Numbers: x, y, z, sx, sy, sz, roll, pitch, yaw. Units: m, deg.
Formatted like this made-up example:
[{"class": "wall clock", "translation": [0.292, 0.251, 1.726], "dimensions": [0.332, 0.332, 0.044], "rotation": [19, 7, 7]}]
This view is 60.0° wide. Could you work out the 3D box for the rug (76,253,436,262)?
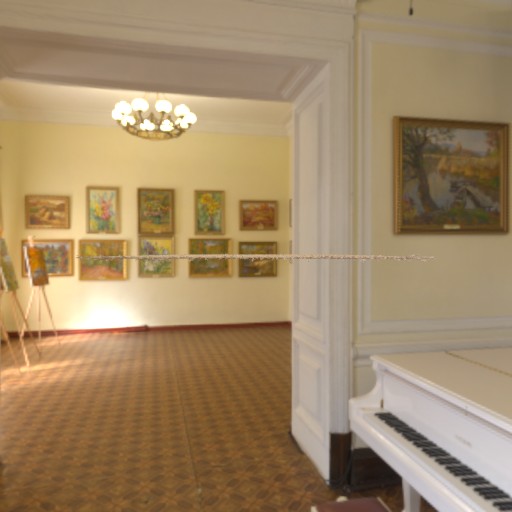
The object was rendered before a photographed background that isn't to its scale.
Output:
[{"class": "rug", "translation": [0.000, 0.000, 3.114], "dimensions": [1.528, 0.034, 2.523], "rotation": [0, 0, 0]}]
